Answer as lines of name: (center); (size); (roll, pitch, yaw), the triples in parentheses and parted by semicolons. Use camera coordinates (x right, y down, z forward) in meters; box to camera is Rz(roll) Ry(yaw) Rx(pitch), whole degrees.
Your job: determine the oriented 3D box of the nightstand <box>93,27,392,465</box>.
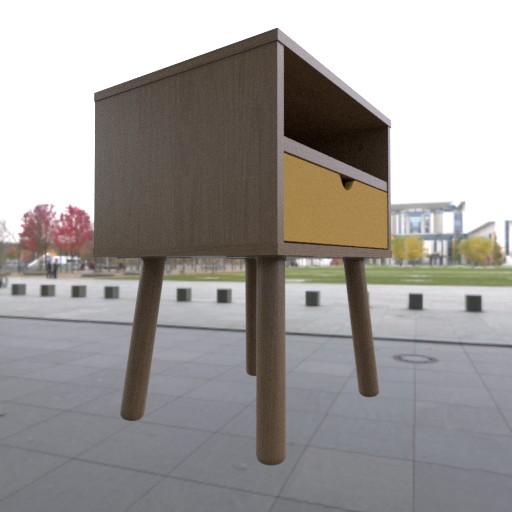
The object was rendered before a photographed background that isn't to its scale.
nightstand: (0.000, 0.000, 0.850); (0.380, 0.571, 0.450); (-1, -1, 35)
